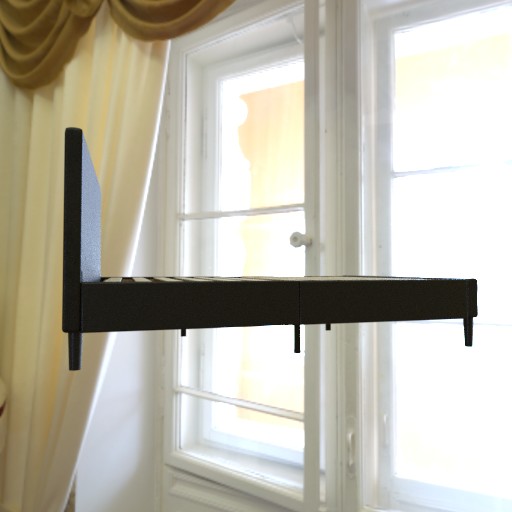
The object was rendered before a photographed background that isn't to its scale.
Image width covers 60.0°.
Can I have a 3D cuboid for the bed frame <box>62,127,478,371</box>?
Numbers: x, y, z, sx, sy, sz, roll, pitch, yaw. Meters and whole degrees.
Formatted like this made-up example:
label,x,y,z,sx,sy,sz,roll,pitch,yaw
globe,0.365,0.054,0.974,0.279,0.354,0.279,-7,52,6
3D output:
label,x,y,z,sx,sy,sz,roll,pitch,yaw
bed frame,0.000,0.000,3.133,2.318,1.127,1.634,1,-2,-16
